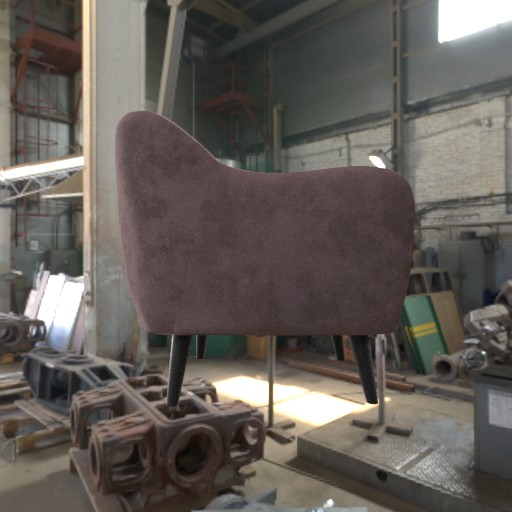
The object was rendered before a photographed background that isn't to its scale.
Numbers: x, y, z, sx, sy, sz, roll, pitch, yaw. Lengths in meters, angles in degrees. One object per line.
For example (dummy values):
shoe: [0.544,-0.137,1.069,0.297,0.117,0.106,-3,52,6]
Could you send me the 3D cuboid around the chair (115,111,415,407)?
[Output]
chair: [0.000,0.000,1.495,0.820,0.820,0.840,0,0,1]
